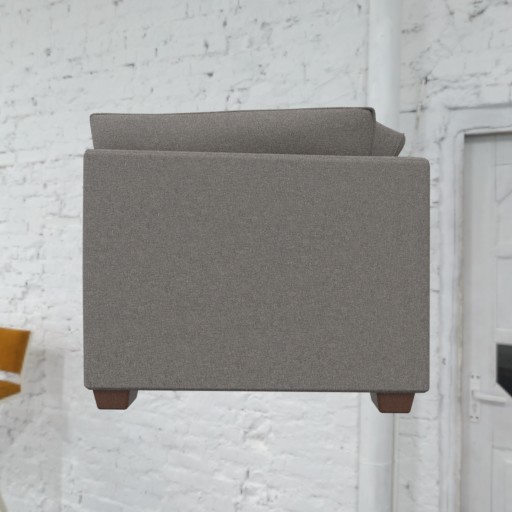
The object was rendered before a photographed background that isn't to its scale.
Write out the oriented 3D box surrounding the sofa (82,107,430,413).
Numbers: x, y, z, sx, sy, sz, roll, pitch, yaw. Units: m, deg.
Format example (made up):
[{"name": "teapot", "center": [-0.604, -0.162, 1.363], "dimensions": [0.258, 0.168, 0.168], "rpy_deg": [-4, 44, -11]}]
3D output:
[{"name": "sofa", "center": [0.000, 0.000, 1.820], "dimensions": [1.042, 0.951, 1.050], "rpy_deg": [0, 0, 1]}]
